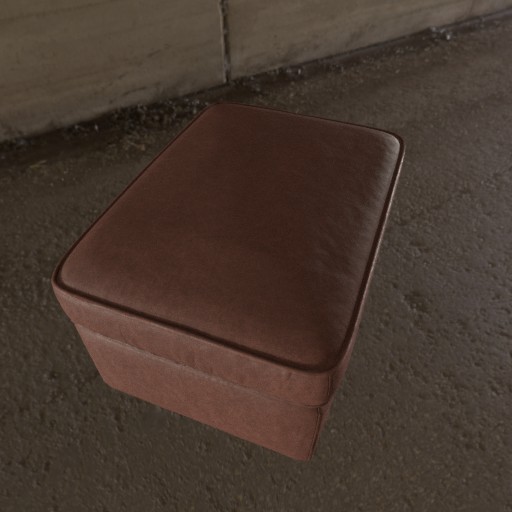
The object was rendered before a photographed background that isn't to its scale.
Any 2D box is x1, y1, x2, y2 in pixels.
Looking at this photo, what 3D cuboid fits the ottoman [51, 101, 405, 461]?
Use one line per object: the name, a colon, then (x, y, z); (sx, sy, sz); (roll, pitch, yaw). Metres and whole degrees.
ottoman: (0.000, 0.000, 1.073); (0.548, 0.449, 0.749); (16, 48, 14)
